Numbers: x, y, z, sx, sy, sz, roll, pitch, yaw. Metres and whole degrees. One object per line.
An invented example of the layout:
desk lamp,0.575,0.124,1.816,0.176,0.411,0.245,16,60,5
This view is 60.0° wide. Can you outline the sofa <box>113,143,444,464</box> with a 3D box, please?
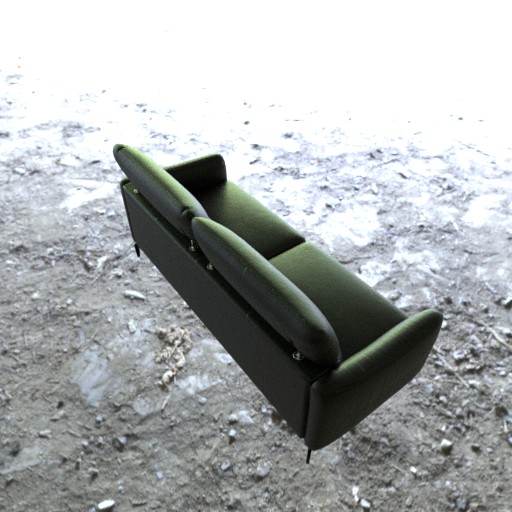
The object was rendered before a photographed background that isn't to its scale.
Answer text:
sofa,0.000,0.000,2.626,0.856,0.957,2.069,-26,48,-26
